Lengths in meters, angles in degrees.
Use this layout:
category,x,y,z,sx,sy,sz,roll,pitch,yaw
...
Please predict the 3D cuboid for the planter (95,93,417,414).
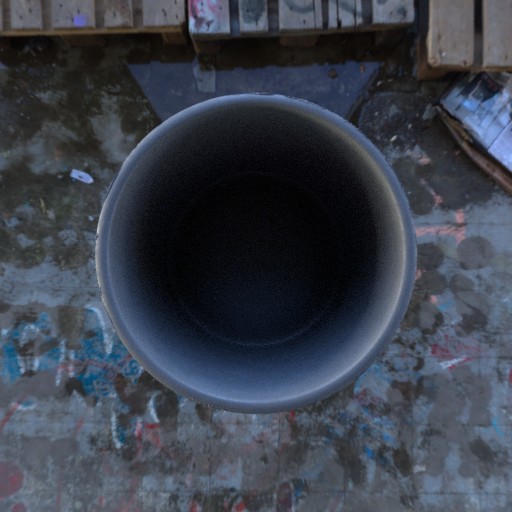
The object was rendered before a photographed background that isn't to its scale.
category,x,y,z,sx,sy,sz,roll,pitch,yaw
planter,0.000,0.000,0.396,0.221,0.201,0.221,0,88,0
